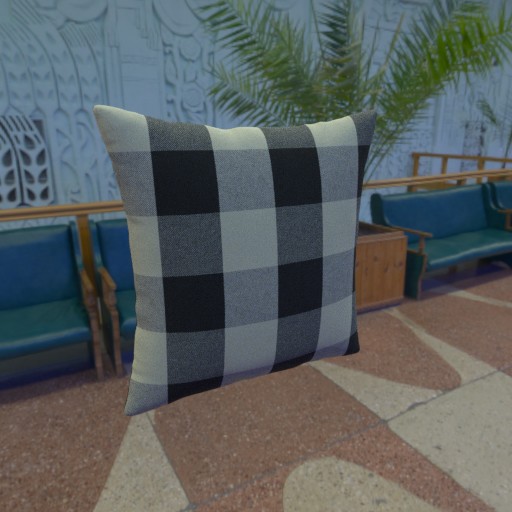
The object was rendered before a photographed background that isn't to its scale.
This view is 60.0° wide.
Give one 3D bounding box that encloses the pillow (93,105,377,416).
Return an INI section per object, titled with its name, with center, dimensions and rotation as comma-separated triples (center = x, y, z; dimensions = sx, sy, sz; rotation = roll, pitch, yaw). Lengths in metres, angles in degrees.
[pillow]
center = 0.000, 0.000, 0.801
dimensions = 0.511, 0.509, 0.161
rotation = -8, 18, -26
